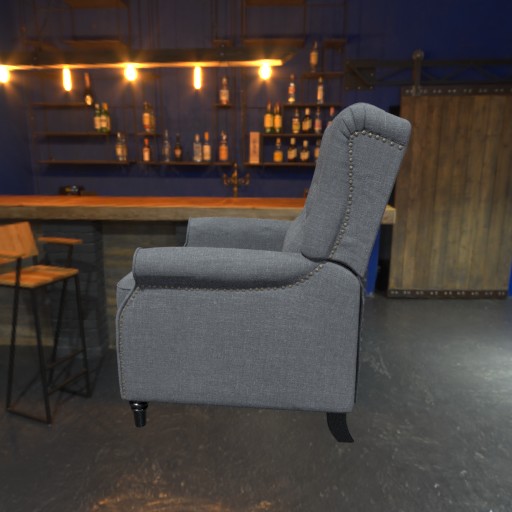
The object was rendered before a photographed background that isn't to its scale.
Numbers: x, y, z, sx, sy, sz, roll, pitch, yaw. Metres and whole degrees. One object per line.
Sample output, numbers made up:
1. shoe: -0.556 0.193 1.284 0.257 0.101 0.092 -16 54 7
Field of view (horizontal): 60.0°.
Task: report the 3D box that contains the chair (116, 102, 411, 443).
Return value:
1. chair: 0.000 0.000 1.616 0.898 1.035 0.742 1 13 6
